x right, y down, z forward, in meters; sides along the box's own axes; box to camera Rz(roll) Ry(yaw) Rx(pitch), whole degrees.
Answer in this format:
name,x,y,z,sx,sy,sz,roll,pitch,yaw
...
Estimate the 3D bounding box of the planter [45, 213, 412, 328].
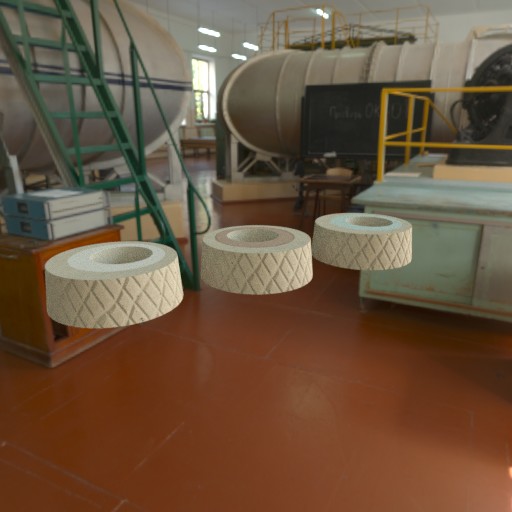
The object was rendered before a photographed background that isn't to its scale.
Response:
name,x,y,z,sx,sy,sz,roll,pitch,yaw
planter,0.000,0.000,0.446,0.390,0.038,0.114,-9,20,-27
